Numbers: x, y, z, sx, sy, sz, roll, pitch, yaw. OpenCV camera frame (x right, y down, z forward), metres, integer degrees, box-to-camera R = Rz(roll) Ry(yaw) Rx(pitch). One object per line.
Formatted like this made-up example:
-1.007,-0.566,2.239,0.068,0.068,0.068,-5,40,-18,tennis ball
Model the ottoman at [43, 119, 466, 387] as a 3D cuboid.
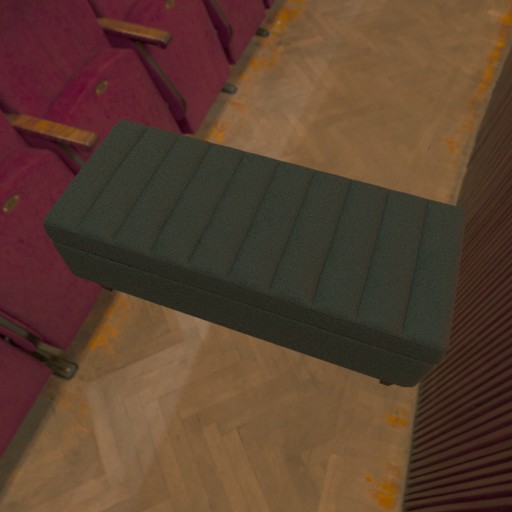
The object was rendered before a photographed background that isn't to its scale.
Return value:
0.000,0.000,1.445,1.151,0.469,0.482,17,60,10,ottoman
